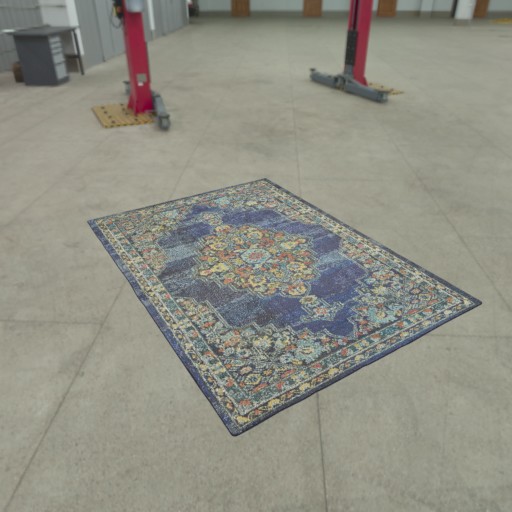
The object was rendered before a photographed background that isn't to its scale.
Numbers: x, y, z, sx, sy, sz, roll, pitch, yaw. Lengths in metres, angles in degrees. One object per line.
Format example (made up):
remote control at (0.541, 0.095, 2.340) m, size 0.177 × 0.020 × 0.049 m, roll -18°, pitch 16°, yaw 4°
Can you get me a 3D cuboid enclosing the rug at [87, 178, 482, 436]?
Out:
rug at (0.000, 0.000, 2.924) m, size 1.630 × 0.009 × 2.232 m, roll -18°, pitch 36°, yaw -27°
